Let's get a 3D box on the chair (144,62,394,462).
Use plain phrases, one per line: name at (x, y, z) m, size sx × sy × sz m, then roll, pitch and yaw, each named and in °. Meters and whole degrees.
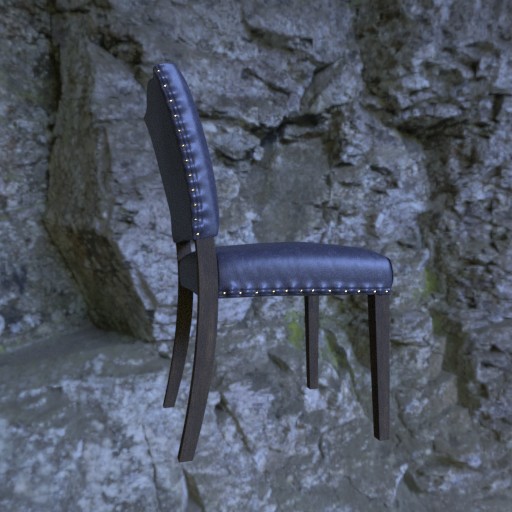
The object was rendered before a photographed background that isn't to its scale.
chair at (0.000, 0.000, 1.335) m, size 0.633 × 0.991 × 0.500 m, roll 0°, pitch 1°, yaw -17°
